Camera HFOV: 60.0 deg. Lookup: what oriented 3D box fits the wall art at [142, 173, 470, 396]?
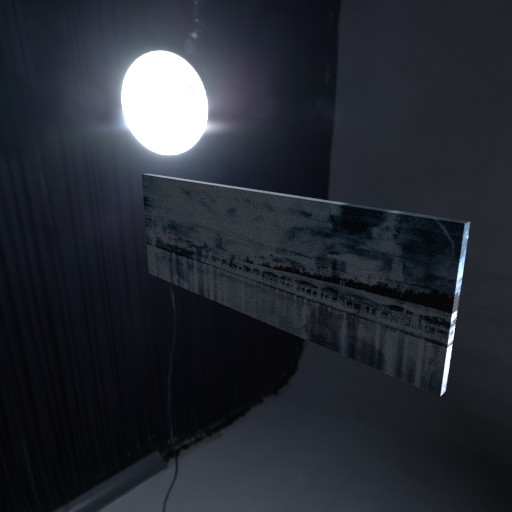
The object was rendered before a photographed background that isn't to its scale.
[{"bbox_3d":[0.000,0.000,1.722,1.524,0.509,0.037,16,23,42],"label":"wall art"}]
